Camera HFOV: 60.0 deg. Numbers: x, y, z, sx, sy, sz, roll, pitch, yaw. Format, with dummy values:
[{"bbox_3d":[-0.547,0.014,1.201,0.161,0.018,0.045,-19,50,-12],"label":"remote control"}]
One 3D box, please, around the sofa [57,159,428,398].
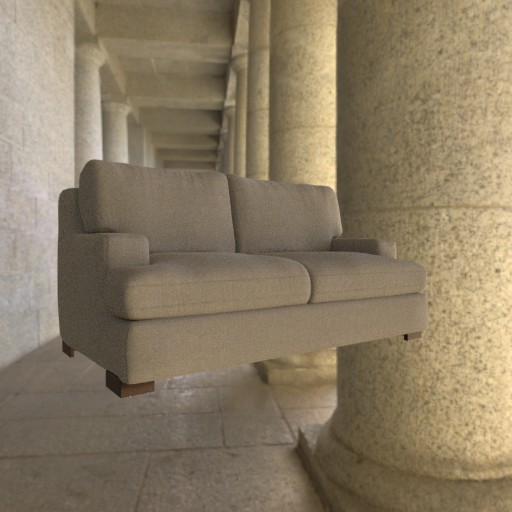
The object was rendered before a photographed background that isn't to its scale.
[{"bbox_3d":[0.000,0.000,2.415,1.855,0.980,0.962,-1,1,-36],"label":"sofa"}]
